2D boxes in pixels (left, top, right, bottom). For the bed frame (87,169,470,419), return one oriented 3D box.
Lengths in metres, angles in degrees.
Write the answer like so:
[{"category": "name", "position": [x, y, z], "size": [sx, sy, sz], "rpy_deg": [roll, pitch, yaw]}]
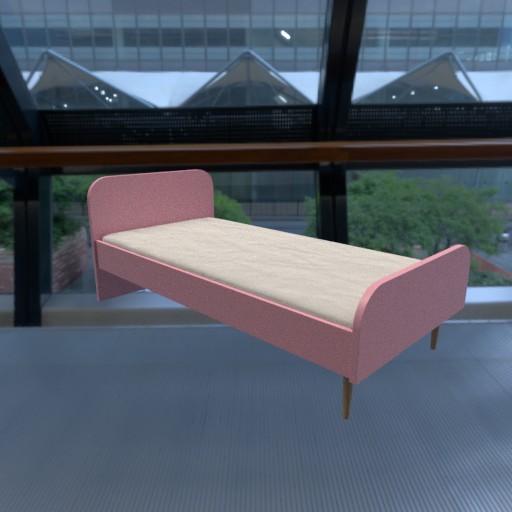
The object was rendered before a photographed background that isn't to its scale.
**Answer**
[{"category": "bed frame", "position": [0.000, 0.000, 2.505], "size": [1.963, 0.805, 0.998], "rpy_deg": [15, 22, 42]}]
